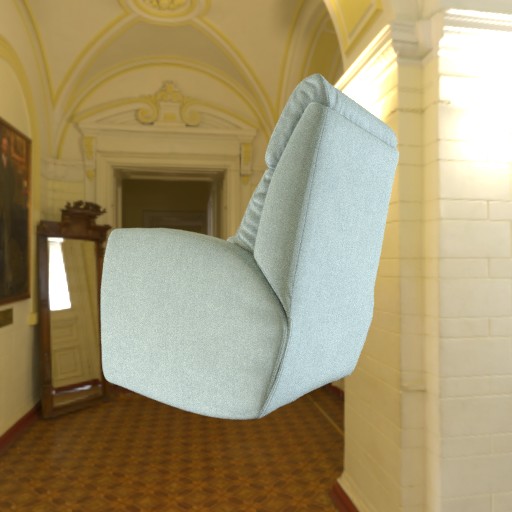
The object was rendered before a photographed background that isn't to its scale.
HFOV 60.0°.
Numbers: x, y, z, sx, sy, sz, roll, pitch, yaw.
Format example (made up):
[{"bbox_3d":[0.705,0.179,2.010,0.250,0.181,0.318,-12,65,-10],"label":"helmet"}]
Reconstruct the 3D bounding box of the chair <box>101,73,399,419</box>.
[{"bbox_3d":[0.000,0.000,1.689,0.940,1.013,0.812,-1,-1,36],"label":"chair"}]
